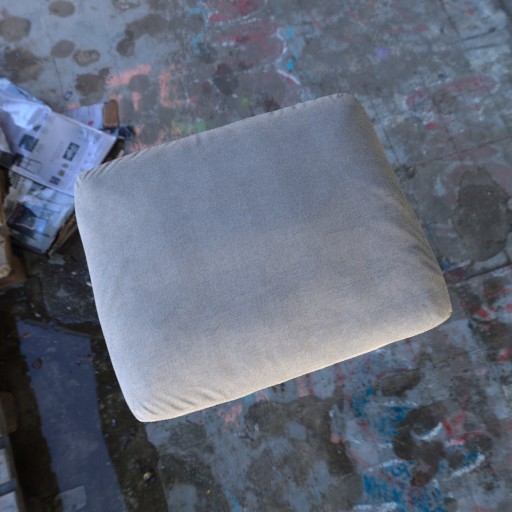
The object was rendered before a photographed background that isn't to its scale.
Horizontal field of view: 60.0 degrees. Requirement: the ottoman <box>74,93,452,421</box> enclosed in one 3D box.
[{"bbox_3d":[0.000,0.000,1.238,0.837,0.481,0.683,-18,76,-5],"label":"ottoman"}]
